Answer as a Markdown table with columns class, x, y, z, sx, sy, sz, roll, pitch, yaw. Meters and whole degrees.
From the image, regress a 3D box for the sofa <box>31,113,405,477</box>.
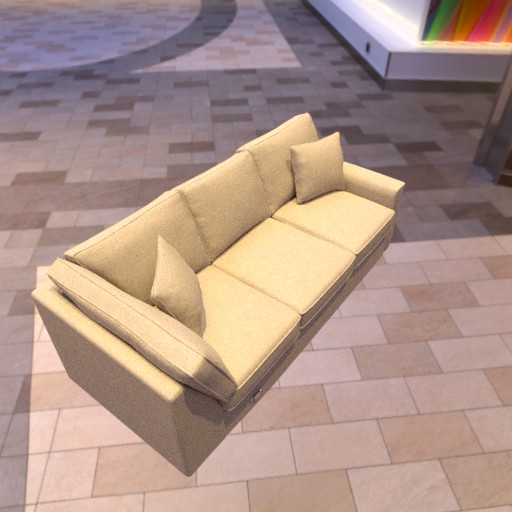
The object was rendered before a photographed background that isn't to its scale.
| class | x | y | z | sx | sy | sz | roll | pitch | yaw |
| --- | --- | --- | --- | --- | --- | --- | --- | --- | --- |
| sofa | 0.000 | 0.000 | 2.803 | 1.061 | 0.962 | 2.317 | 26 | 47 | 27 |
